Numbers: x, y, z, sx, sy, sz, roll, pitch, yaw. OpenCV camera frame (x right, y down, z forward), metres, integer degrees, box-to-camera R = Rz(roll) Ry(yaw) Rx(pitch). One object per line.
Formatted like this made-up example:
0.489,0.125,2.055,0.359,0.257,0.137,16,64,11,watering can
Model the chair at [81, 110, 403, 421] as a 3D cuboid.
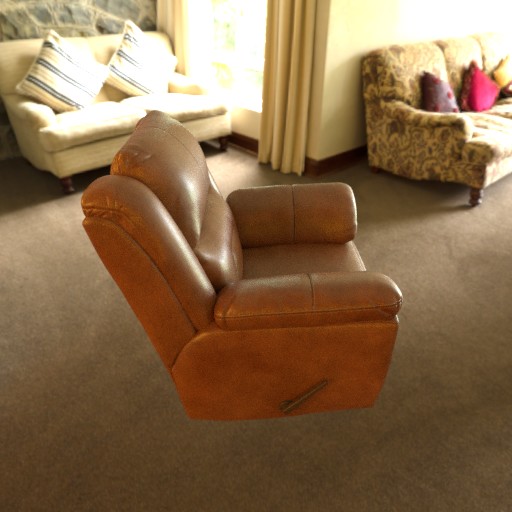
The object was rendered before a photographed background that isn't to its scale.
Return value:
0.000,0.000,1.875,1.041,1.093,0.990,0,32,-1,chair
